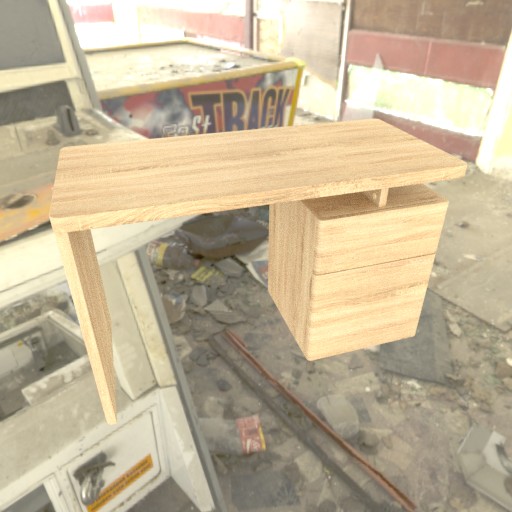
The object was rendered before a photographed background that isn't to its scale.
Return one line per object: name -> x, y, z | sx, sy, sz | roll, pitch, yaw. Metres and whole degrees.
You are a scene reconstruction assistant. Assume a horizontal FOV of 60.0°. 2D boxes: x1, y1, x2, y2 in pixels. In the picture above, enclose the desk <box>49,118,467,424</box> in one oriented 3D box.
desk -> 0.000, 0.000, 1.619 | 1.200, 0.760, 0.550 | -10, 33, -15
